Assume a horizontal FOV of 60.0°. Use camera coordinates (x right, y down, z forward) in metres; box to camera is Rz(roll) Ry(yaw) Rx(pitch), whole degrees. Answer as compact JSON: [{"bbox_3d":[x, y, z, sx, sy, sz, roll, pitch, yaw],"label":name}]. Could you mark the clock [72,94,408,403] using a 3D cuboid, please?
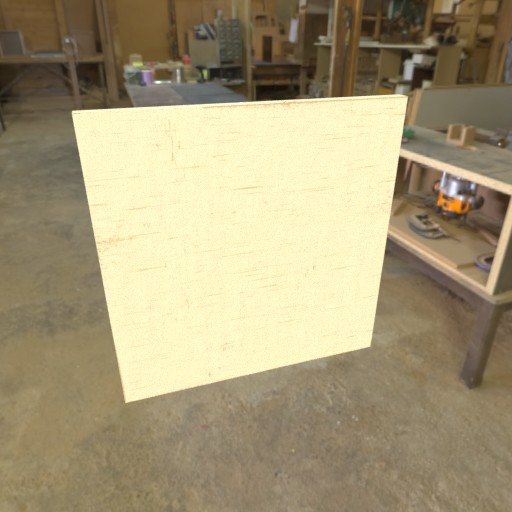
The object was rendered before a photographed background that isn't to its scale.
[{"bbox_3d":[0.000,0.000,1.067,0.705,0.705,0.032,-9,29,-16],"label":"clock"}]
